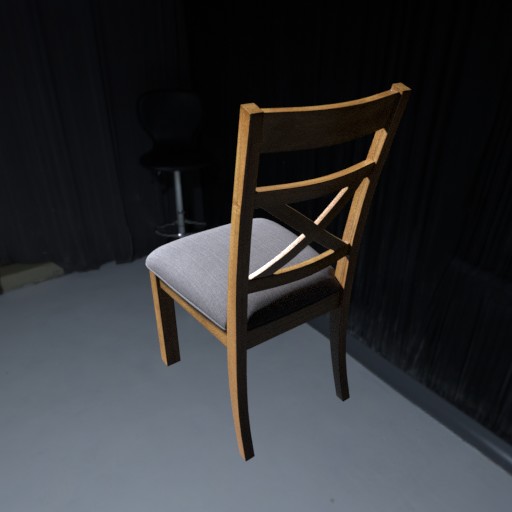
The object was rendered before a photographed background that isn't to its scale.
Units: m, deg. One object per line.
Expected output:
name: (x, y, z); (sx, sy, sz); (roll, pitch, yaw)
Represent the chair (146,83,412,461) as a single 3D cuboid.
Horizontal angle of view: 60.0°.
chair: (0.000, 0.000, 1.254); (0.470, 0.949, 0.581); (-19, 35, -30)
